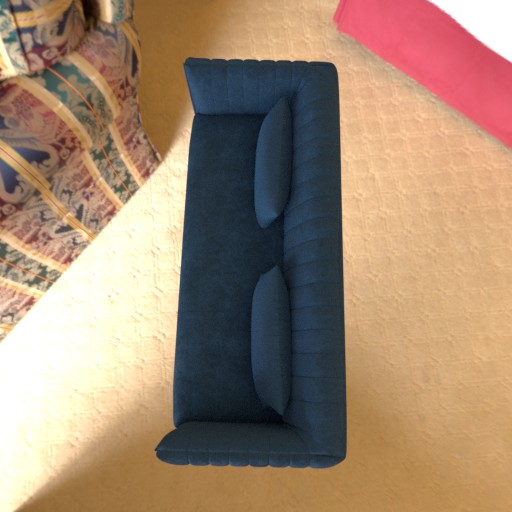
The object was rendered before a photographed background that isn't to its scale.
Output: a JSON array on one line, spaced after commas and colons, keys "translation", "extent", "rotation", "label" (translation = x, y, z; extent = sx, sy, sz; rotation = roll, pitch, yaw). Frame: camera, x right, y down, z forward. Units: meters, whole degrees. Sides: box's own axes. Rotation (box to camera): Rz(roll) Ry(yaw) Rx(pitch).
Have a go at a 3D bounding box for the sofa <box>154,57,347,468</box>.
[{"translation": [0.000, 0.000, 2.548], "extent": [0.896, 0.793, 2.136], "rotation": [1, 76, 0], "label": "sofa"}]
